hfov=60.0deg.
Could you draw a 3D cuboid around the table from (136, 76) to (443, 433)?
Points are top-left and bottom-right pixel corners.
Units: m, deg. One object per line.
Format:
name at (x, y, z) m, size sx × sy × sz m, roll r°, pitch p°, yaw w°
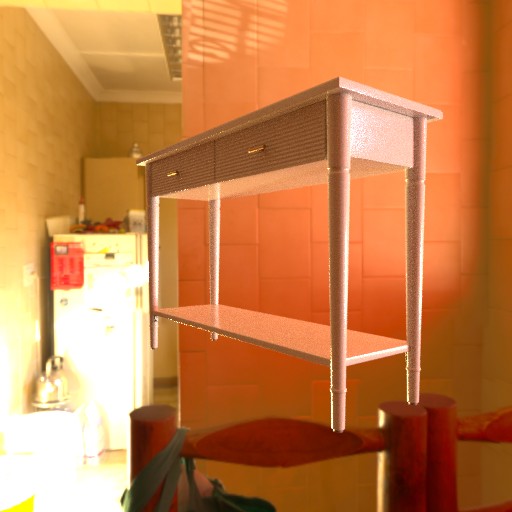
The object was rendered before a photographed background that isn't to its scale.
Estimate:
table at (0.000, 0.000, 1.440) m, size 0.381 × 0.749 × 1.067 m, roll -1°, pitch 2°, yaw -37°
